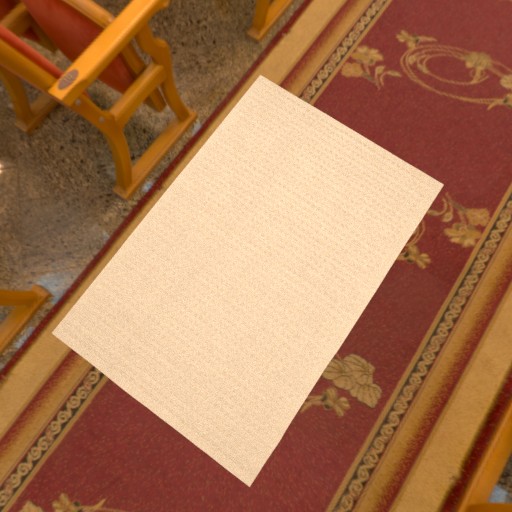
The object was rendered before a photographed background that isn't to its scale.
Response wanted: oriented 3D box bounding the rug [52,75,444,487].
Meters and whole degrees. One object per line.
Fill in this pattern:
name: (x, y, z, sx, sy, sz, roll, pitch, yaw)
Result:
rug: (0.000, 0.000, 2.894, 1.523, 0.006, 2.289, 34, 78, 8)
